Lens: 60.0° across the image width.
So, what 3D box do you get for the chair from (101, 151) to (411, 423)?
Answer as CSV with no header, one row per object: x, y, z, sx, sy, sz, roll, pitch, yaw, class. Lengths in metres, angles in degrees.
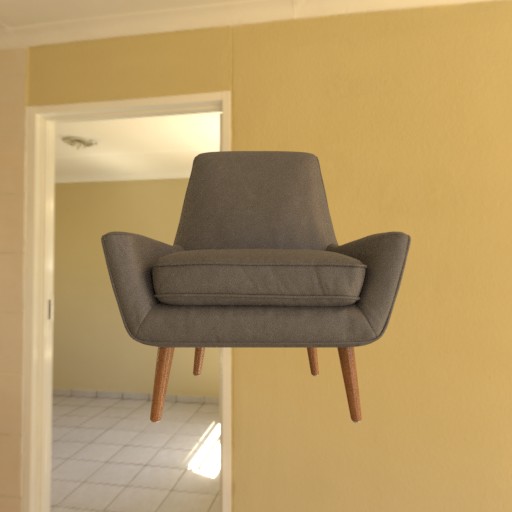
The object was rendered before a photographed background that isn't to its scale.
0.000,0.000,1.501,0.787,0.888,0.822,0,-2,0,chair
